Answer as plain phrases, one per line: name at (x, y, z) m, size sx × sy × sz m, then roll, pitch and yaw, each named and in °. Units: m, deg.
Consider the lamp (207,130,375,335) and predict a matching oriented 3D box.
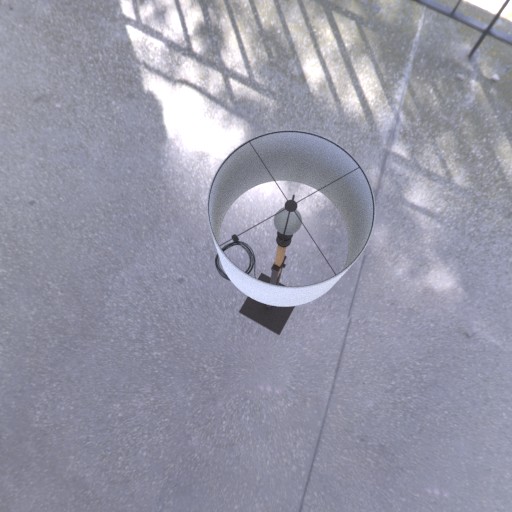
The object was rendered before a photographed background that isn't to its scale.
lamp at (0.000, 0.000, 1.886) m, size 0.639 × 1.650 × 0.474 m, roll 29°, pitch 77°, yaw 7°
